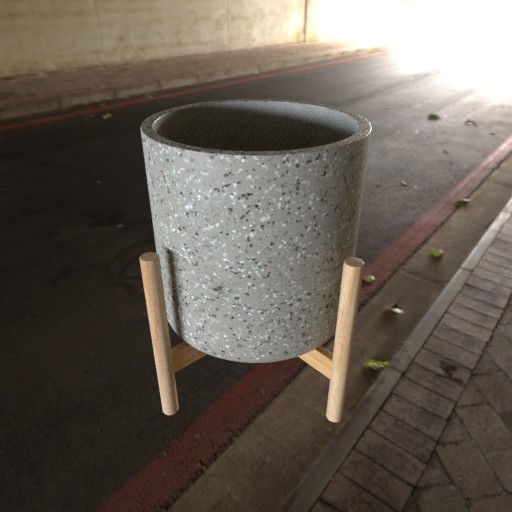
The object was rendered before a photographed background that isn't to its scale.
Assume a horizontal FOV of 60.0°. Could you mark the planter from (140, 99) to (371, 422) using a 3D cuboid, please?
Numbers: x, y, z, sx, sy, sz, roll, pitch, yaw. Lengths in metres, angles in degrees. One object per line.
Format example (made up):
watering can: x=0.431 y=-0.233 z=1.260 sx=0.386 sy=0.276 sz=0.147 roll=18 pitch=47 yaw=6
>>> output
planter: x=0.000 y=0.000 z=0.701 sx=0.360 sy=0.419 sz=0.360 roll=-10 pitch=32 yaw=-17
